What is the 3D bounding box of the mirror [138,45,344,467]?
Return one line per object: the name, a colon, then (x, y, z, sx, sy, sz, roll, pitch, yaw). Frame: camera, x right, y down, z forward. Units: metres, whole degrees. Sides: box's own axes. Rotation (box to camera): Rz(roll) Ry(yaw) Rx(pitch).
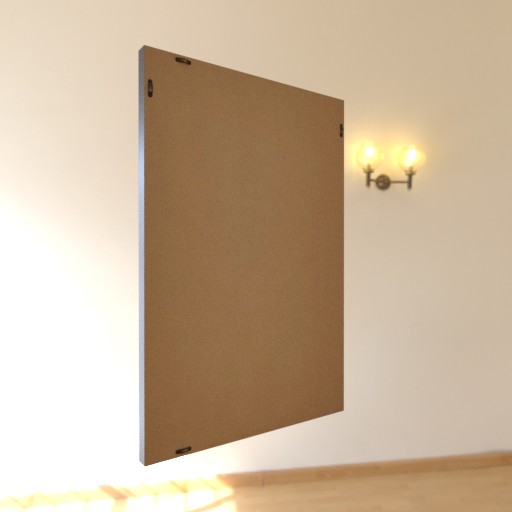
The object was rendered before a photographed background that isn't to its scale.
mirror: (0.000, 0.000, 1.146, 0.609, 0.915, 0.040, 0, 0, -35)
